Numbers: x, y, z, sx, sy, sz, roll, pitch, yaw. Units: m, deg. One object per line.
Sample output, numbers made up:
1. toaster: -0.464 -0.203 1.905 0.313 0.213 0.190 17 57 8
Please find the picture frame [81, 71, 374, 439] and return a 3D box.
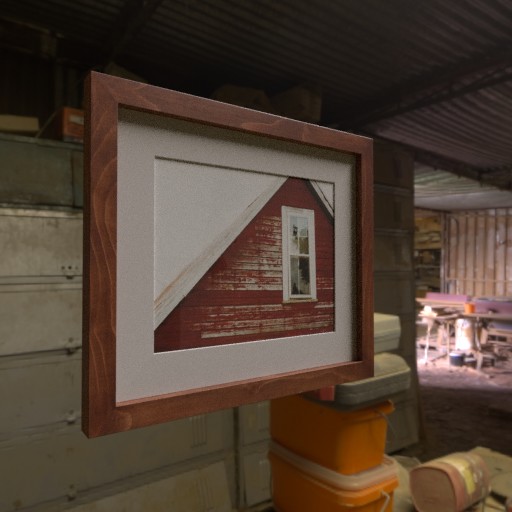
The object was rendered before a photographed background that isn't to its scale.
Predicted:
1. picture frame: 0.000 0.000 0.516 0.381 0.330 0.025 1 -1 -35
